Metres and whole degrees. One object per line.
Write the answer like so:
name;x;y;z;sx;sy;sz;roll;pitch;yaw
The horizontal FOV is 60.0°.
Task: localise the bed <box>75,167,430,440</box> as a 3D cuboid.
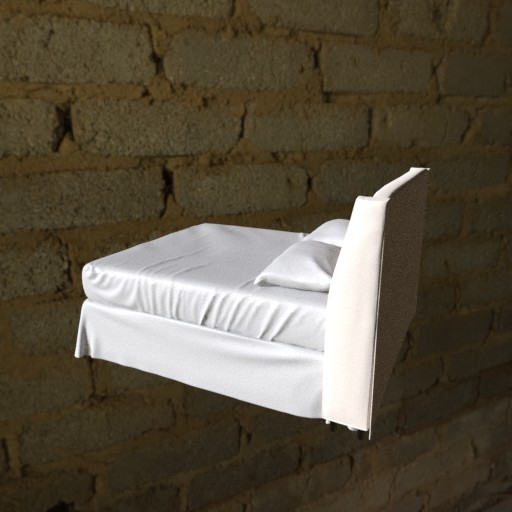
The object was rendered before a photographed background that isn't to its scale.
bed;0.000;0.000;3.462;2.276;1.332;1.925;8;18;25
